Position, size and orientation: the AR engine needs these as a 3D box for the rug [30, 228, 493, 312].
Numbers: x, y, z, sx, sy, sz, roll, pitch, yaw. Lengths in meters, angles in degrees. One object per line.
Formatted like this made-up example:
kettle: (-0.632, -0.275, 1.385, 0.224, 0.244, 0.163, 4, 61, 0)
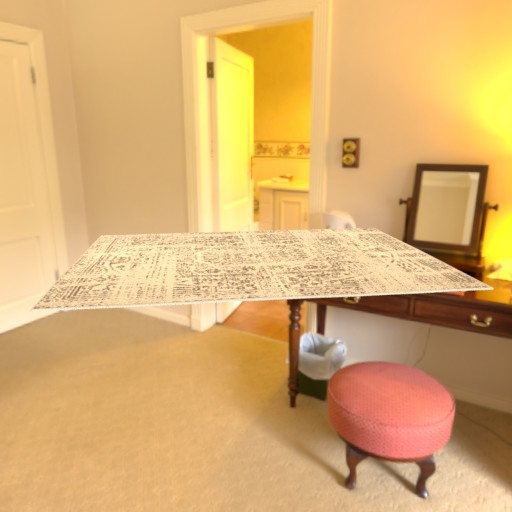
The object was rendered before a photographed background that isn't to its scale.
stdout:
rug: (0.000, 0.000, 3.103, 2.438, 0.026, 1.706, -2, 15, -7)
